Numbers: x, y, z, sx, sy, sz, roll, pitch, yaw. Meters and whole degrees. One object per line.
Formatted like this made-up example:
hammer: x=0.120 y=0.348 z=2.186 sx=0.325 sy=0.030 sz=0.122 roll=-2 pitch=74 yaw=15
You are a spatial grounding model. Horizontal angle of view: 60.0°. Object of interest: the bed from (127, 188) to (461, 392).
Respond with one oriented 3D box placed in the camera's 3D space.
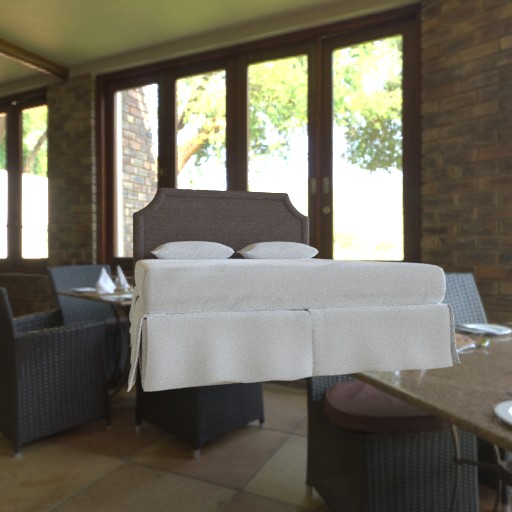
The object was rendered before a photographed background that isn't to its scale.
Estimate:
bed: x=0.000 y=0.000 z=4.190 sx=2.350 sy=1.590 sz=2.773 roll=0 pitch=1 yaw=-16
